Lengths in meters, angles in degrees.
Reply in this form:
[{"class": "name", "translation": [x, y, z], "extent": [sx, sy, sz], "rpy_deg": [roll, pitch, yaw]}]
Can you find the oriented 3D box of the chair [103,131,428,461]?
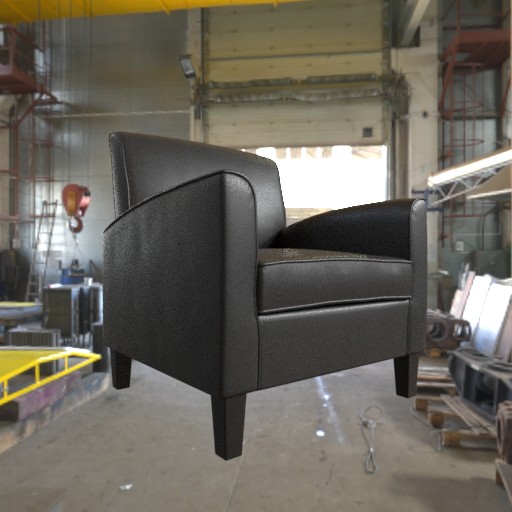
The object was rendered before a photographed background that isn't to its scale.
[{"class": "chair", "translation": [0.000, 0.000, 1.513], "extent": [0.820, 0.916, 0.819], "rpy_deg": [0, 0, -38]}]
